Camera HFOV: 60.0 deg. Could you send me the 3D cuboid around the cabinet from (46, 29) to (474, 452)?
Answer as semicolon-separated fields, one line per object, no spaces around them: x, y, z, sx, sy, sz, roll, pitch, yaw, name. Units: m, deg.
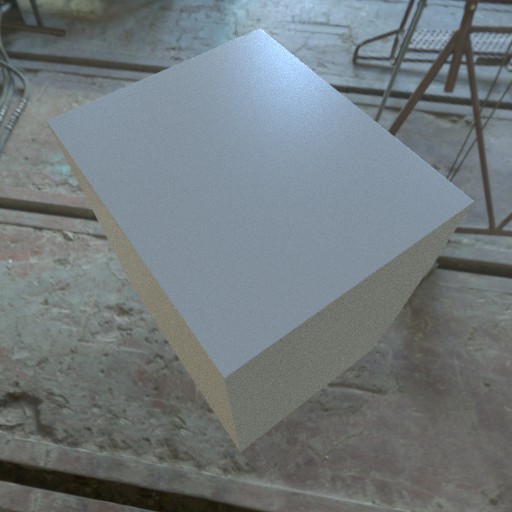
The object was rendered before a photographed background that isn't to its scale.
0.000;0.000;0.728;0.360;0.470;0.400;-32;64;-18;cabinet
